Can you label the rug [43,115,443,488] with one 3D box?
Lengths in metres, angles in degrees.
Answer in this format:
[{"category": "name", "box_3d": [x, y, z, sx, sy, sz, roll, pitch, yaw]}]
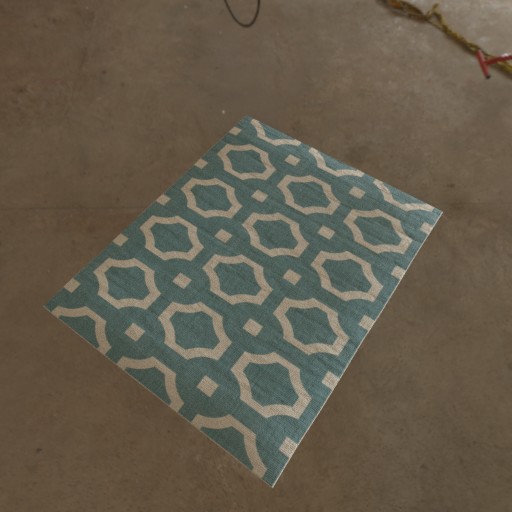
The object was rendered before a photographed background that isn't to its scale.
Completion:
[{"category": "rug", "box_3d": [0.000, 0.000, 4.200, 2.466, 0.021, 3.049, 31, 63, 18]}]
